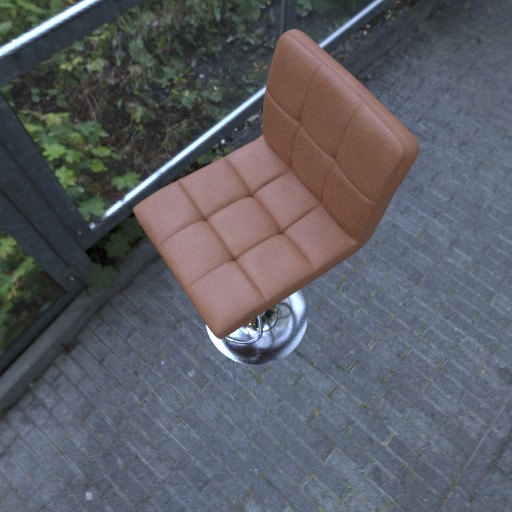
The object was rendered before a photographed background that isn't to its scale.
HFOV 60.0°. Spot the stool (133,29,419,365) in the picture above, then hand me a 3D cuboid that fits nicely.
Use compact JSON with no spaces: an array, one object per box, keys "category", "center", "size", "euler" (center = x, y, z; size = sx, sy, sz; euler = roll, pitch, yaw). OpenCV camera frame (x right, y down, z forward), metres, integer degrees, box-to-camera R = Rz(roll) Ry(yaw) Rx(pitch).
[{"category":"stool","center":[0.000,0.000,1.338],"size":[0.505,1.115,0.430],"euler":[-32,68,-14]}]
